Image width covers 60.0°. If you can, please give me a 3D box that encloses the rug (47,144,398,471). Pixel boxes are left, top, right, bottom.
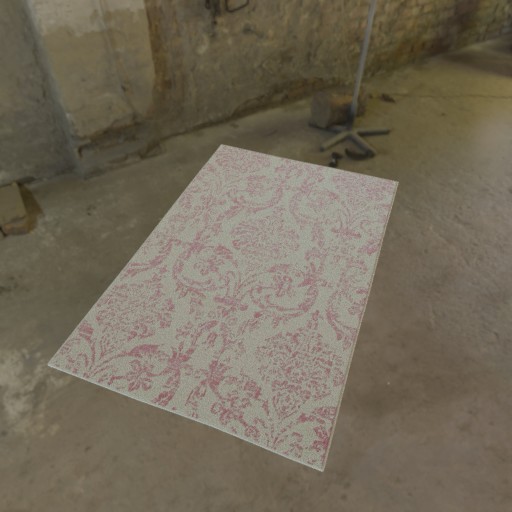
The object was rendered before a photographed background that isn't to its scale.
[{"bbox_3d":[0.000,0.000,2.340,1.219,0.012,1.839,15,48,14],"label":"rug"}]
